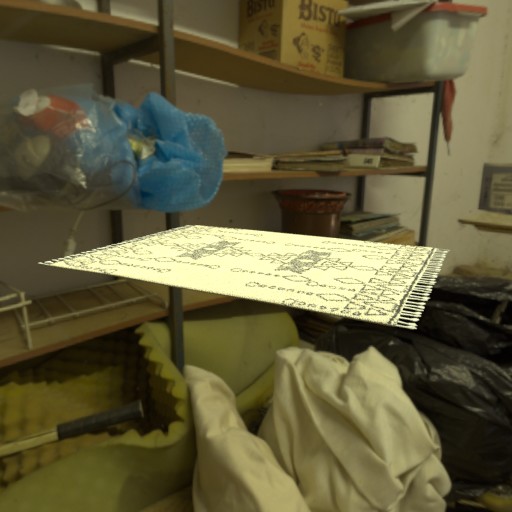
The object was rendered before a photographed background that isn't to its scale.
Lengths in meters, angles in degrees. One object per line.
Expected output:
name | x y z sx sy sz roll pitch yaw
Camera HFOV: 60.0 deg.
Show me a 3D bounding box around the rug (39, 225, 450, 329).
rug | 0.000 0.000 3.944 3.027 0.028 2.125 7 15 26
